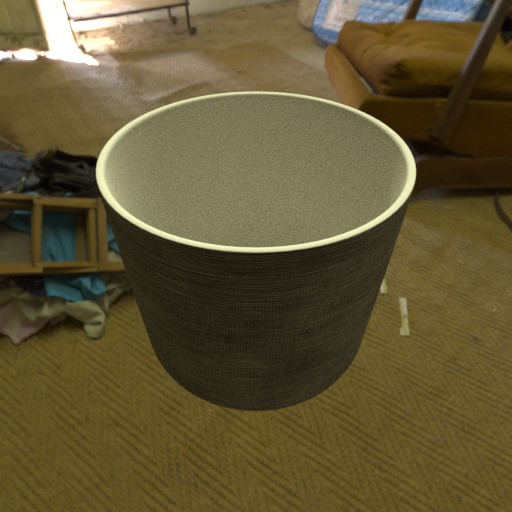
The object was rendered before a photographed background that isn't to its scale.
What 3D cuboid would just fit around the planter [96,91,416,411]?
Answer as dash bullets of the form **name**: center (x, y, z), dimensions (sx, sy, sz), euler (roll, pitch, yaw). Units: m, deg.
- **planter**: center (0.000, 0.000, 0.760), dimensions (0.440, 0.398, 0.440), euler (0, 41, 0)
